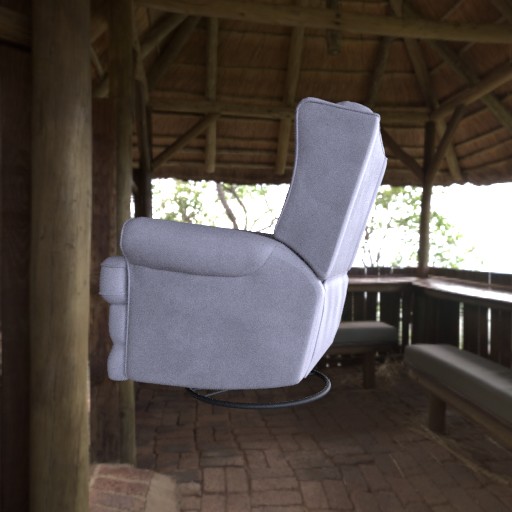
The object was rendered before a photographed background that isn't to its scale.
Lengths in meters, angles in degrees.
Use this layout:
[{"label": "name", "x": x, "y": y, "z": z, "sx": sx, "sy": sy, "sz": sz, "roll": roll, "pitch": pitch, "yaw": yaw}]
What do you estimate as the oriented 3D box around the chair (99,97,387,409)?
[{"label": "chair", "x": 0.000, "y": 0.000, "z": 1.745, "sx": 0.969, "sy": 1.011, "sz": 0.847, "roll": 0, "pitch": 1, "yaw": 18}]
